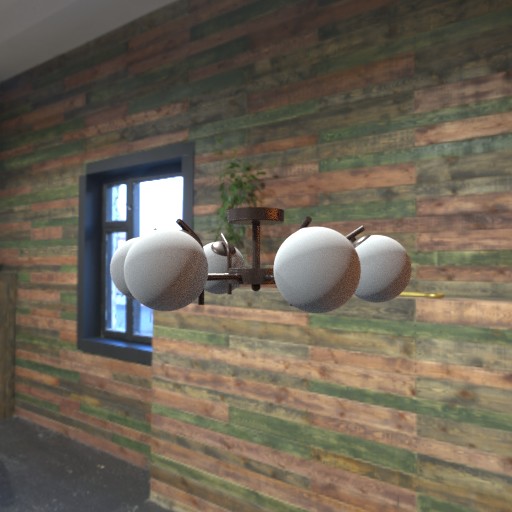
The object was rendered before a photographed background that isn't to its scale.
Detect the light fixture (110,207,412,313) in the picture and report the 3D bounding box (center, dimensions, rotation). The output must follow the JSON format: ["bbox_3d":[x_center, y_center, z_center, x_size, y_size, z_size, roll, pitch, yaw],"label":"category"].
[{"bbox_3d":[0.000,0.000,0.982,0.662,0.201,0.662,0,-1,0],"label":"light fixture"}]
